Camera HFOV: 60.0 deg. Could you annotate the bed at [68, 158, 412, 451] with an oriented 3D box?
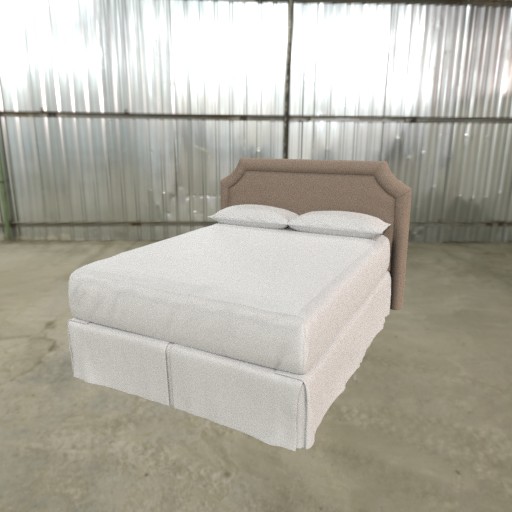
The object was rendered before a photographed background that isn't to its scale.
[{"bbox_3d":[0.000,0.000,3.256,1.828,1.303,2.164,8,17,26],"label":"bed"}]
